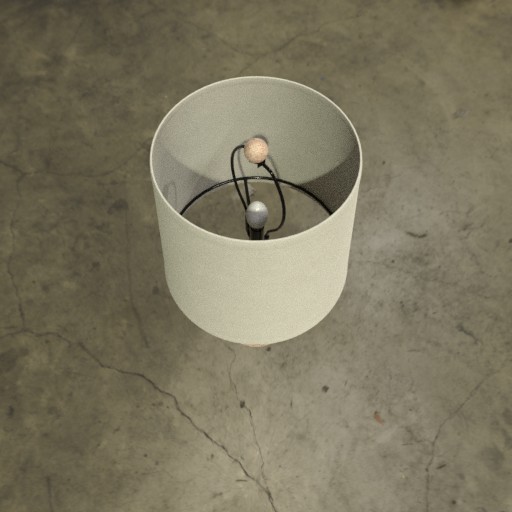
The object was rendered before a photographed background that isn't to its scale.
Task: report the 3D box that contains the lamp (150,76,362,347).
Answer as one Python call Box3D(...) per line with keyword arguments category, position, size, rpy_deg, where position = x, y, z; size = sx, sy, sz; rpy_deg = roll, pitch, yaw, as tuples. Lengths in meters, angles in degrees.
Box3D(category="lamp", position=(0.000, 0.000, 0.665), size=(0.273, 0.497, 0.273), rpy_deg=(0, 63, 0))
